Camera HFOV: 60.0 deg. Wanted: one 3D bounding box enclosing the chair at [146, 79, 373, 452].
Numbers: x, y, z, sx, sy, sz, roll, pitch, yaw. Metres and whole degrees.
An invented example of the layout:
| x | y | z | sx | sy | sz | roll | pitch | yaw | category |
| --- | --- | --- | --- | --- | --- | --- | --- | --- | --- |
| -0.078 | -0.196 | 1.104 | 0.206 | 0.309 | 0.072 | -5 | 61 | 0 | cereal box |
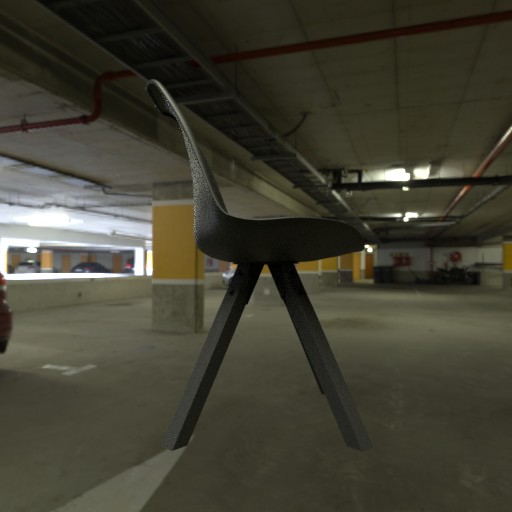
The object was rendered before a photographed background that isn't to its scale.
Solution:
| x | y | z | sx | sy | sz | roll | pitch | yaw | category |
| --- | --- | --- | --- | --- | --- | --- | --- | --- | --- |
| 0.000 | 0.000 | 1.180 | 0.550 | 0.850 | 0.485 | 0 | -1 | 0 | chair |
